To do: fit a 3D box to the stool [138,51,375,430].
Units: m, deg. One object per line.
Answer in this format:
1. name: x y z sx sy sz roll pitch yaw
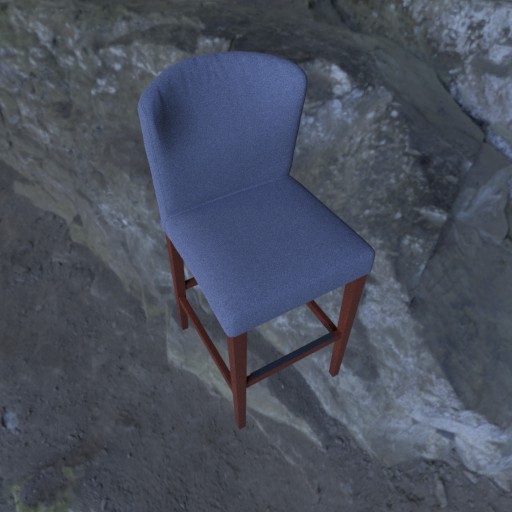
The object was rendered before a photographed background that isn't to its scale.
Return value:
1. stool: 0.000 0.000 1.404 0.481 1.069 0.568 -22 50 -21
